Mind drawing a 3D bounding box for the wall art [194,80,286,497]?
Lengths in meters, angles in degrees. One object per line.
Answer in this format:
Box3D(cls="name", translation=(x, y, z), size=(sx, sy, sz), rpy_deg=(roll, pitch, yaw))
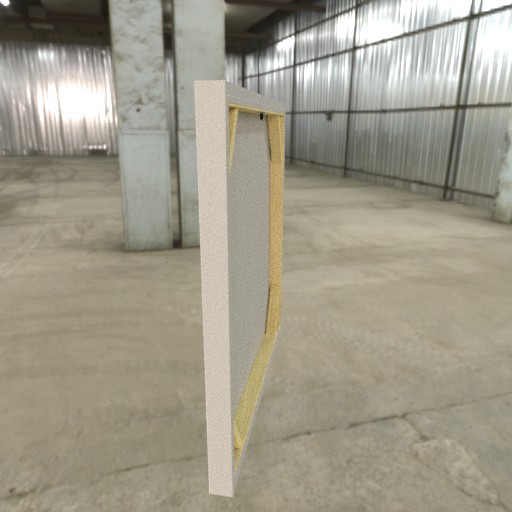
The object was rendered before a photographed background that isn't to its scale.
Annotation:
Box3D(cls="wall art", translation=(0.000, 0.000, 0.899), size=(0.038, 0.610, 0.610), rpy_deg=(3, 17, 10))
